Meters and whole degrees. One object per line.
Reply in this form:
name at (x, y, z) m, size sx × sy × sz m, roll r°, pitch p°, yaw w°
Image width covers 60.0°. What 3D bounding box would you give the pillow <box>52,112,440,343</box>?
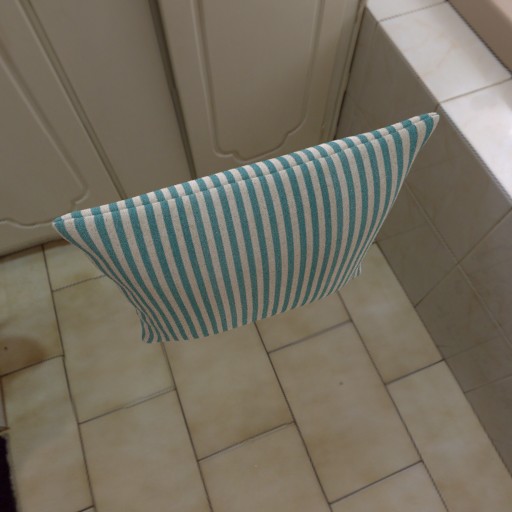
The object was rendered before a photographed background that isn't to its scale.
pillow at (0.000, 0.000, 0.783) m, size 0.523 × 0.510 × 0.166 m, roll -17°, pitch 66°, yaw -8°
